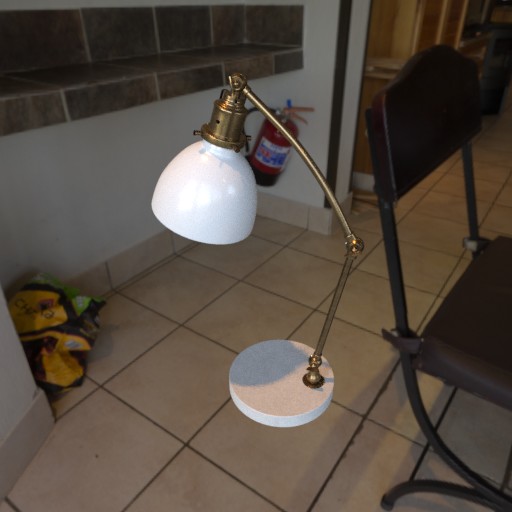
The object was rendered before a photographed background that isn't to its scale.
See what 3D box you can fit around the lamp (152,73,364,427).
[{"bbox_3d":[0.000,0.000,0.681,0.317,0.522,0.186,8,31,14],"label":"lamp"}]
